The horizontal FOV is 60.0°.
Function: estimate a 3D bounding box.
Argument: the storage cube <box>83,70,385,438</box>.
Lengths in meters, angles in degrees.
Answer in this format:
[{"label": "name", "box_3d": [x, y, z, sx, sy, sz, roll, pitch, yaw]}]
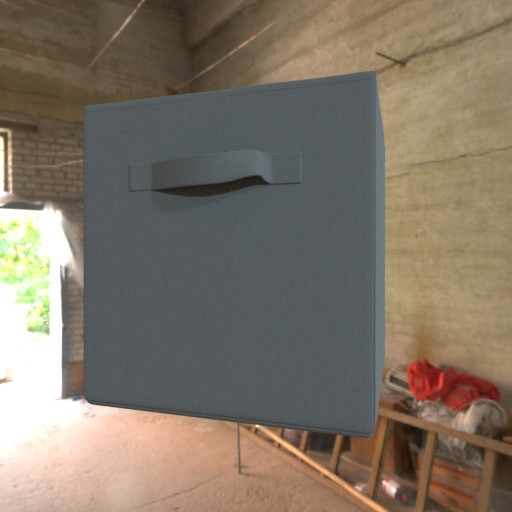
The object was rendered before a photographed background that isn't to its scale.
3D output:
[{"label": "storage cube", "box_3d": [0.000, 0.000, 0.485, 0.270, 0.280, 0.270, 0, 0, 18]}]
